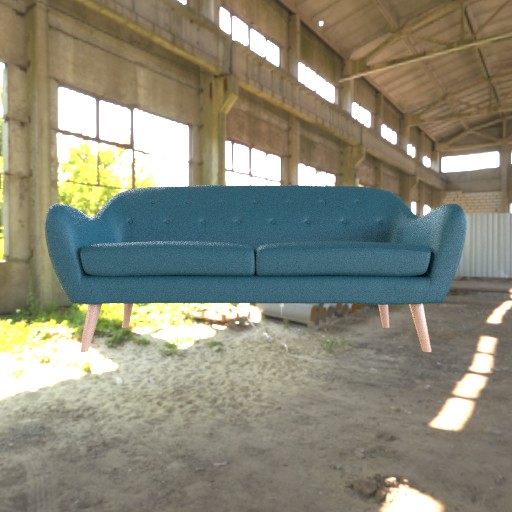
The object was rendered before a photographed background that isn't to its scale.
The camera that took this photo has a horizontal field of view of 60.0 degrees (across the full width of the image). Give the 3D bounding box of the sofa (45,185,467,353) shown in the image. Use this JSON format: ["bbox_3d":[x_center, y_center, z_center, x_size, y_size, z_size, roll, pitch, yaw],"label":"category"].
[{"bbox_3d":[0.000,0.000,2.279,1.840,0.836,0.820,0,1,0],"label":"sofa"}]
